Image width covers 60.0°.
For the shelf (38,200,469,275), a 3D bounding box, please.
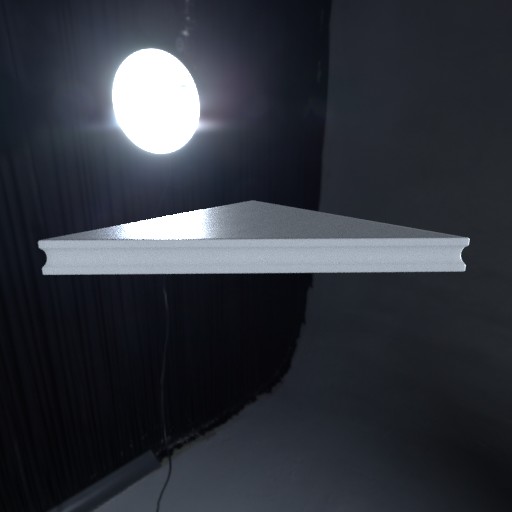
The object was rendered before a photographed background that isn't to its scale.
[{"bbox_3d":[0.000,0.000,0.432,0.296,0.035,0.296,16,23,41],"label":"shelf"}]
